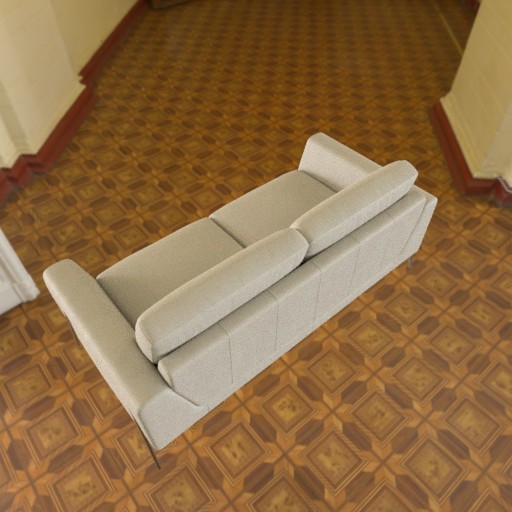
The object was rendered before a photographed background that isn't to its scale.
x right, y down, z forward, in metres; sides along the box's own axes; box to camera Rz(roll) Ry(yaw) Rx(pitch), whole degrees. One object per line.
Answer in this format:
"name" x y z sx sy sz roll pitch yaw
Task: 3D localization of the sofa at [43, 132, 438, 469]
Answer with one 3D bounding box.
"sofa" 0.000 0.000 2.511 2.017 0.875 0.953 -32 54 -26
